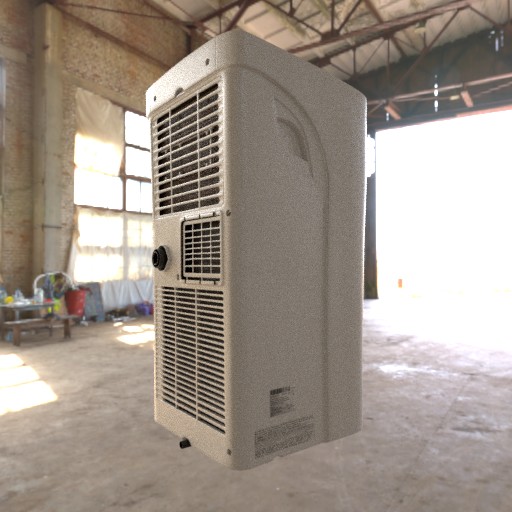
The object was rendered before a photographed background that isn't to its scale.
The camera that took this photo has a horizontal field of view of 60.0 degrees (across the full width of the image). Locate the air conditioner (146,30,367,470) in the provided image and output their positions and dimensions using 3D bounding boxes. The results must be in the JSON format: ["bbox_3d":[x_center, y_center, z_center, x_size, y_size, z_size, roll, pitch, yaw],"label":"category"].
[{"bbox_3d":[0.000,0.000,0.913,0.369,0.716,0.352,1,-2,-37],"label":"air conditioner"}]
